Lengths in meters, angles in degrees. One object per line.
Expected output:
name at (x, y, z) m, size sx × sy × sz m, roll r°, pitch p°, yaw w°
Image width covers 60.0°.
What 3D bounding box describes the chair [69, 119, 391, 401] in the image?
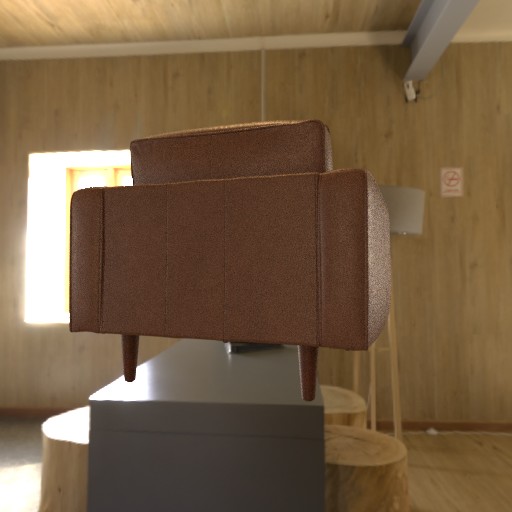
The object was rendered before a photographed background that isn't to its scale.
chair at (0.000, 0.000, 1.593) m, size 0.920 × 0.770 × 0.900 m, roll 0°, pitch -1°, yaw 20°
